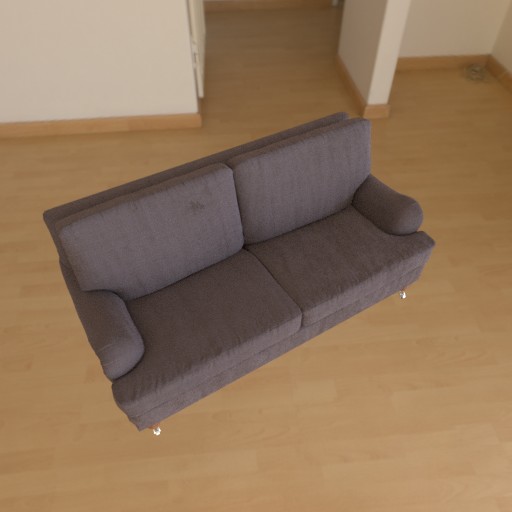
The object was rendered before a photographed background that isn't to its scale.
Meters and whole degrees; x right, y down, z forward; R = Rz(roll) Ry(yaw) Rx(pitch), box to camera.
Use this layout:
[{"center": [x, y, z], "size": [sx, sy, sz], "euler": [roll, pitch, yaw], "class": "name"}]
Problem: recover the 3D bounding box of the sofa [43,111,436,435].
[{"center": [0.000, 0.000, 2.788], "size": [2.165, 1.087, 1.086], "euler": [-24, 52, -21], "class": "sofa"}]
